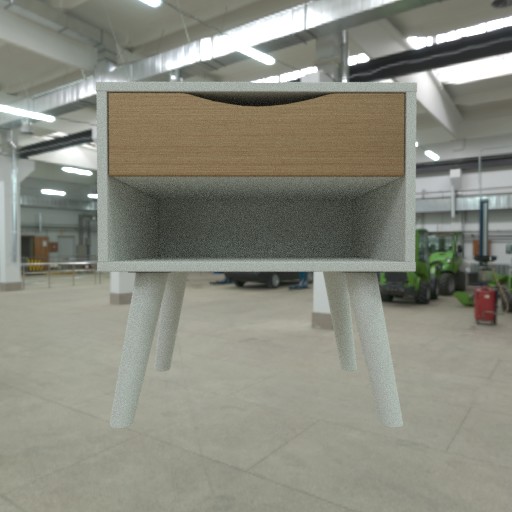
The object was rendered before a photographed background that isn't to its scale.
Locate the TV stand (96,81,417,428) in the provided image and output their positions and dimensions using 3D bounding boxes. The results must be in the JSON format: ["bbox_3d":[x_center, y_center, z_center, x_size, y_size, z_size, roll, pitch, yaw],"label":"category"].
[{"bbox_3d":[0.000,0.000,0.908,0.508,0.559,0.405,0,1,0],"label":"TV stand"}]
